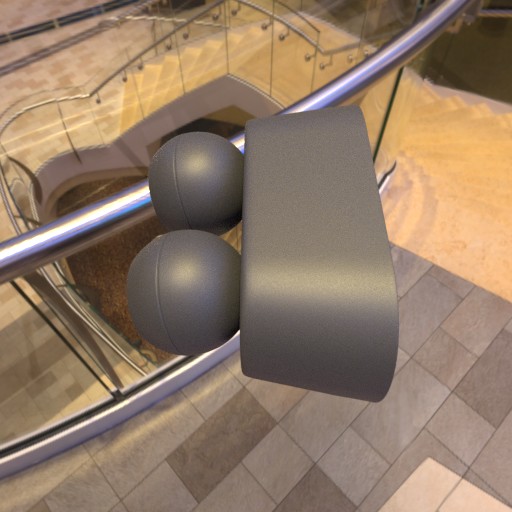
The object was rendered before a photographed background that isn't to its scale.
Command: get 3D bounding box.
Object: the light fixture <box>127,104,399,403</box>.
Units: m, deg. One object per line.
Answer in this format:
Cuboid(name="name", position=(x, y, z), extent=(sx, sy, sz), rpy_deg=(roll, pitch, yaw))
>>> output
Cuboid(name="light fixture", position=(0.000, 0.000, 0.342), extent=(0.159, 0.159, 0.229), rpy_deg=(0, 56, 0))
